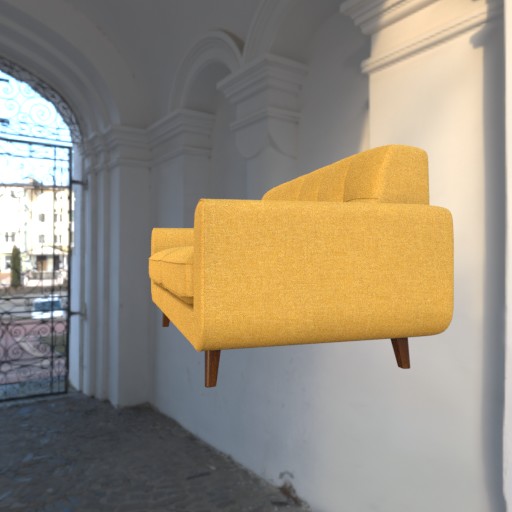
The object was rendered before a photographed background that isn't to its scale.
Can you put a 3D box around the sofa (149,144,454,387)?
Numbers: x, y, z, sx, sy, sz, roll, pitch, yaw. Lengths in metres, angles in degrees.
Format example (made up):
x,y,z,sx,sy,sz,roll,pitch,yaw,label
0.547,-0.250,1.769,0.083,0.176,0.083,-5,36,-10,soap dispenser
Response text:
x,y,z,sx,sy,sz,roll,pitch,yaw,label
0.000,0.000,2.147,0.909,0.841,1.631,0,0,-18,sofa
